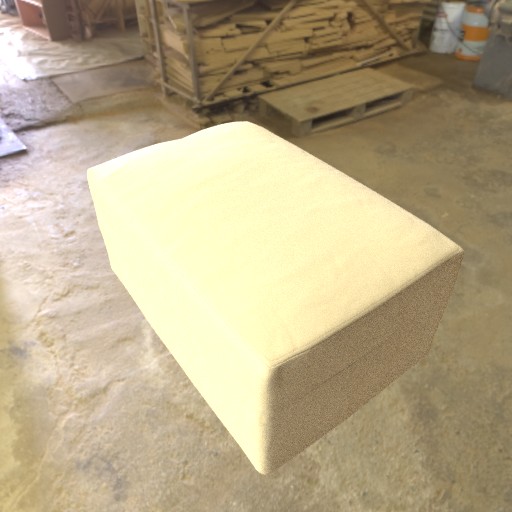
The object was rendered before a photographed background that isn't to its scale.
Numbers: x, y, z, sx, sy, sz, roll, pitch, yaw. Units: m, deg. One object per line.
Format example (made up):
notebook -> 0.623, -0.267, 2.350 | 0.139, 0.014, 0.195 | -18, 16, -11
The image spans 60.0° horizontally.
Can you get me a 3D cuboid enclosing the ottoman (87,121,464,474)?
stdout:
ottoman -> 0.000, 0.000, 1.218 | 0.590, 0.444, 0.872 | -26, 47, -27
